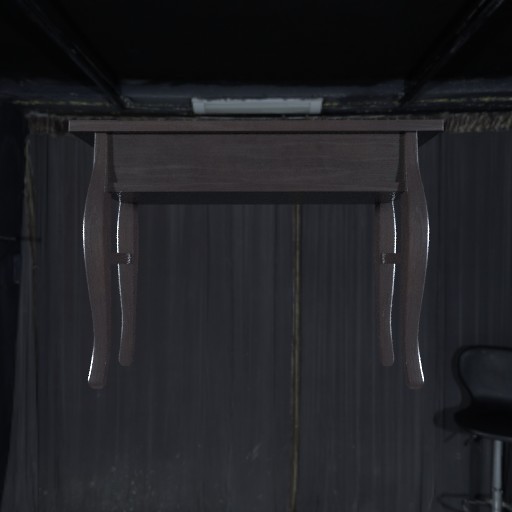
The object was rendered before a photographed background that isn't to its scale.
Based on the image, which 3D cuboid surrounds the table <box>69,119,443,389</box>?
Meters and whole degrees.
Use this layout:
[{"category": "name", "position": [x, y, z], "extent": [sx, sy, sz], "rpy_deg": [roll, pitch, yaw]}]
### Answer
[{"category": "table", "position": [0.000, 0.000, 1.431], "extent": [1.062, 0.768, 0.373], "rpy_deg": [0, 0, 0]}]
